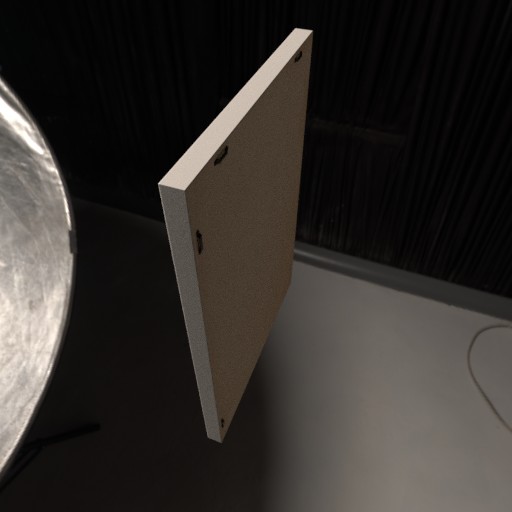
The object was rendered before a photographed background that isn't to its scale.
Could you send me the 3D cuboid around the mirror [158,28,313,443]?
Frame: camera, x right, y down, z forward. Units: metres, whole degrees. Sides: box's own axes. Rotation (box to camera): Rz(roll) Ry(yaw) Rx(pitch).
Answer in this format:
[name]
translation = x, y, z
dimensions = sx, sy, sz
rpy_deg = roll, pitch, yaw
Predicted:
[mirror]
translation = 0.000, 0.000, 0.908
dimensions = 0.039, 0.710, 0.507
rpy_deg = 16, 48, 14
